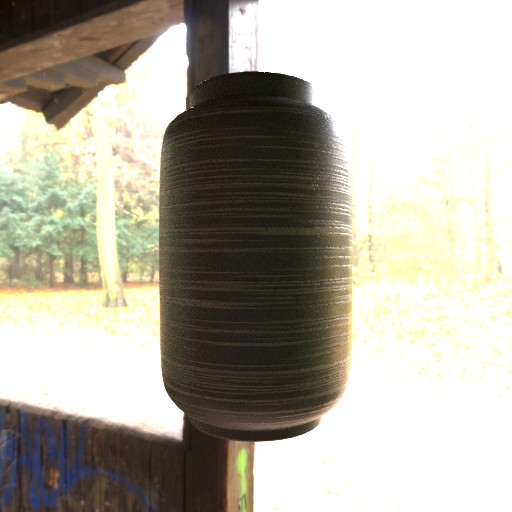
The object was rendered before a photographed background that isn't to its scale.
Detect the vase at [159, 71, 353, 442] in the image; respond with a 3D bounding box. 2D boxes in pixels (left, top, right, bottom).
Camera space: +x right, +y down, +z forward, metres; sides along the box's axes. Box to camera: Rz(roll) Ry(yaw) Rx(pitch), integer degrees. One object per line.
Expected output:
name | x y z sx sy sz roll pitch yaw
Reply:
vase | 0.000 0.000 0.694 0.297 0.499 0.297 0 0 0
